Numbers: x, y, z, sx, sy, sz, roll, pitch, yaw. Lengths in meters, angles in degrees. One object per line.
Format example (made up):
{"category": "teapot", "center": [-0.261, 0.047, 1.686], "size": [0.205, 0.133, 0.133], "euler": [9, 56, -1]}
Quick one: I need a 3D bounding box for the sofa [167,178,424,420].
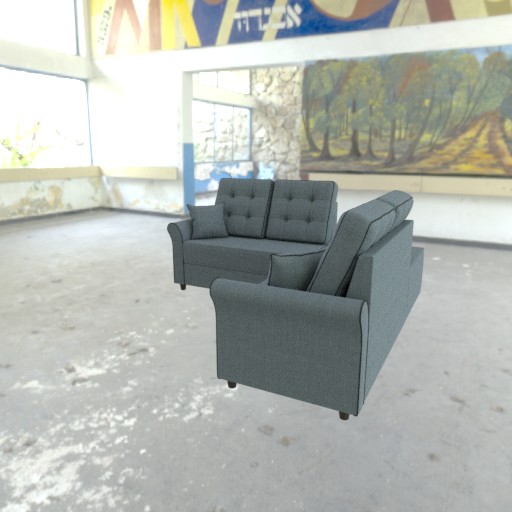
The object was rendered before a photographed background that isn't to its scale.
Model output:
{"category": "sofa", "center": [0.000, 0.000, 3.222], "size": [2.068, 0.988, 2.070], "euler": [7, 15, 27]}
